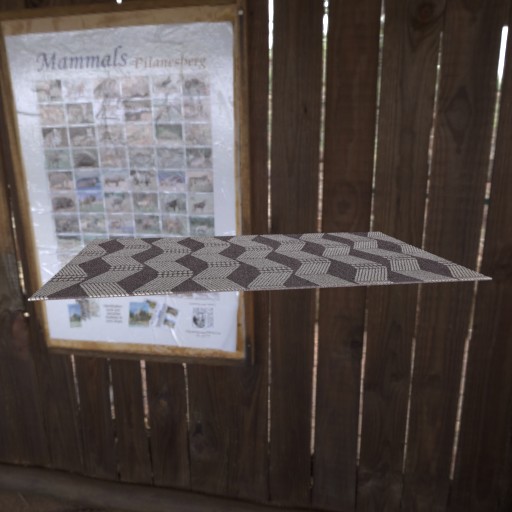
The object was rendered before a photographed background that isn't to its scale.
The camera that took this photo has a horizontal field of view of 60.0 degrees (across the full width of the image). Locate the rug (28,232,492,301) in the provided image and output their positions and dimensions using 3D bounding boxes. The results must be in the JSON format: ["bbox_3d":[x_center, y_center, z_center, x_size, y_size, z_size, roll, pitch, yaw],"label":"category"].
[{"bbox_3d":[0.000,0.000,3.022,2.435,0.011,1.517,-2,13,-8],"label":"rug"}]
